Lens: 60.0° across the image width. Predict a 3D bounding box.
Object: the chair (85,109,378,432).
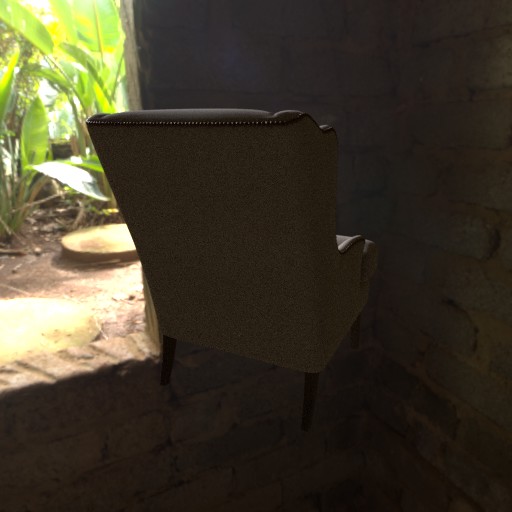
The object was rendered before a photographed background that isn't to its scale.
[{"bbox_3d":[0.000,0.000,1.669,0.737,1.029,0.940,8,18,26],"label":"chair"}]
